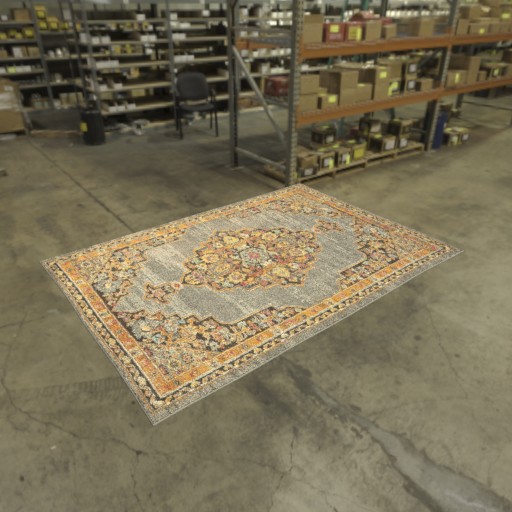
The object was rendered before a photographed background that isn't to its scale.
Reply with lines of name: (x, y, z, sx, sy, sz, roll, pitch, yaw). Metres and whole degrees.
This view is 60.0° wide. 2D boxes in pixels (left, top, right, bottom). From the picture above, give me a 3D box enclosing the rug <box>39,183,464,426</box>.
rug: (0.000, 0.000, 3.887, 3.063, 0.024, 2.158, -21, 36, -32)
